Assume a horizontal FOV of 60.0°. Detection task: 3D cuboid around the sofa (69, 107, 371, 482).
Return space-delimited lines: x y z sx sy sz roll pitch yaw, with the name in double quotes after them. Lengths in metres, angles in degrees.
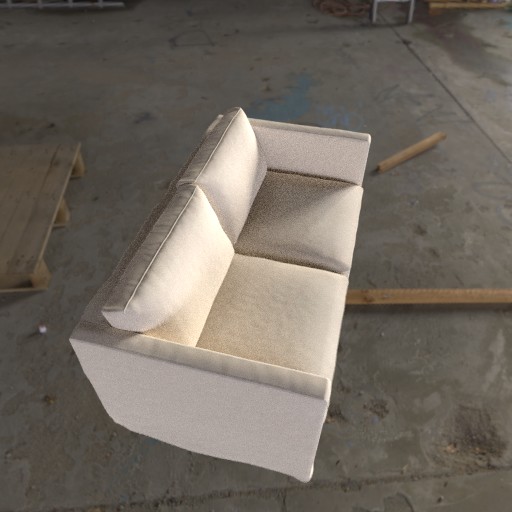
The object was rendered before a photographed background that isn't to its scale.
0.000 0.000 2.277 0.962 0.834 1.746 11 46 10 "sofa"
